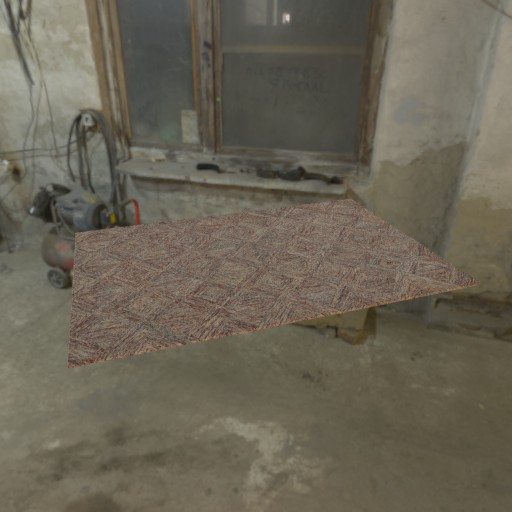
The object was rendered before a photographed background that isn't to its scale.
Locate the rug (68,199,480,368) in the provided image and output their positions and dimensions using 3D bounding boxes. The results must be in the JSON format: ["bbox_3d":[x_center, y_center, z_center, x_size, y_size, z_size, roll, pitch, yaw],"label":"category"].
[{"bbox_3d":[0.000,0.000,2.941,2.285,0.019,1.523,-9,29,-16],"label":"rug"}]
